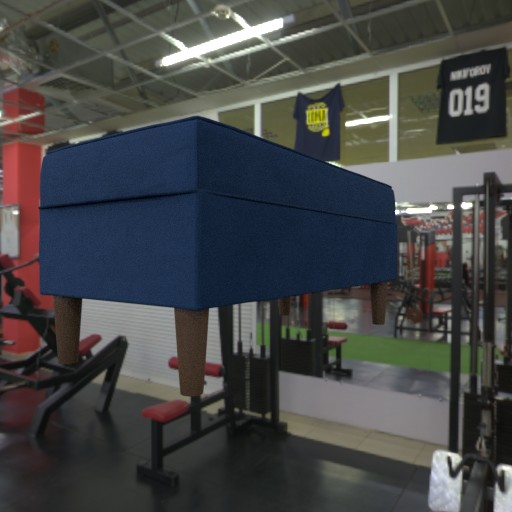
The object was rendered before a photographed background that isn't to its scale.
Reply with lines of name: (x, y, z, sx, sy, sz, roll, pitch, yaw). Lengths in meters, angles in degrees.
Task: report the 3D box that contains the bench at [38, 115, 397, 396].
bench: (0.000, 0.000, 1.246, 0.489, 0.467, 1.010, 0, 1, 35)
